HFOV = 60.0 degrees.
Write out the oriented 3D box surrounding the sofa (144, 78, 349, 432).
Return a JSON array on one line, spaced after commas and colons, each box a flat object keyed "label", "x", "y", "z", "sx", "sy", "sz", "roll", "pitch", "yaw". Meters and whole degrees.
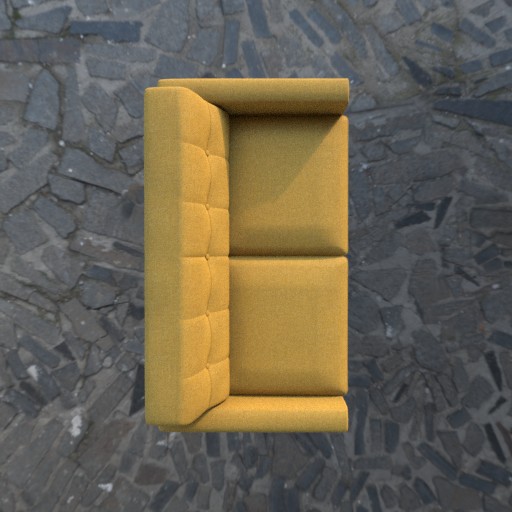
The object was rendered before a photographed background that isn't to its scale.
[{"label": "sofa", "x": 0.000, "y": 0.000, "z": 2.177, "sx": 0.909, "sy": 0.841, "sz": 1.631, "roll": 0, "pitch": 91, "yaw": 1}]
